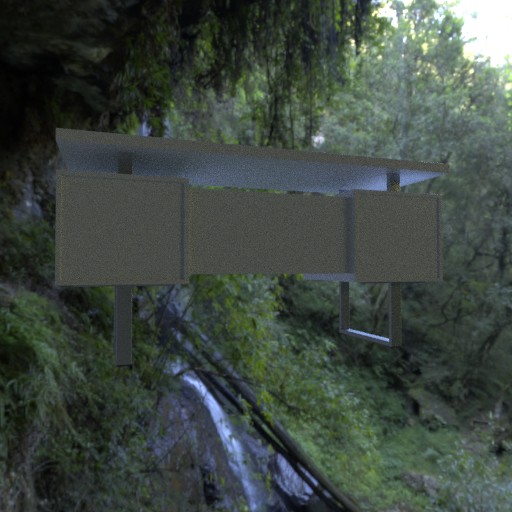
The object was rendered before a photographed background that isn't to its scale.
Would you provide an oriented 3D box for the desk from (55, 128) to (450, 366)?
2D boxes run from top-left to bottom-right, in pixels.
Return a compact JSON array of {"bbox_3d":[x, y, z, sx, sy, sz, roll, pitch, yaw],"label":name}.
[{"bbox_3d":[0.000,0.000,1.905,1.530,0.773,0.603,1,-2,-19],"label":"desk"}]
